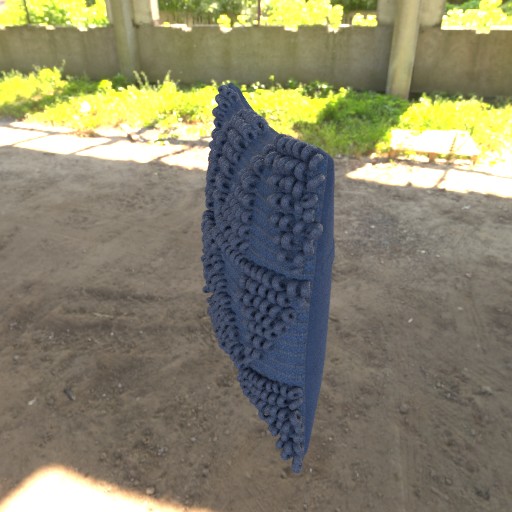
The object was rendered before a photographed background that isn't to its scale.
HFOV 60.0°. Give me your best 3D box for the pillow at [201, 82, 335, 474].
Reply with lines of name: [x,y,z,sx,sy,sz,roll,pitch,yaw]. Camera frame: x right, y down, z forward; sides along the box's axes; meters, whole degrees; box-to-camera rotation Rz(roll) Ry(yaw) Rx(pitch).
pillow: [0.000,0.000,0.708,0.172,0.466,0.469,-7,30,-13]
